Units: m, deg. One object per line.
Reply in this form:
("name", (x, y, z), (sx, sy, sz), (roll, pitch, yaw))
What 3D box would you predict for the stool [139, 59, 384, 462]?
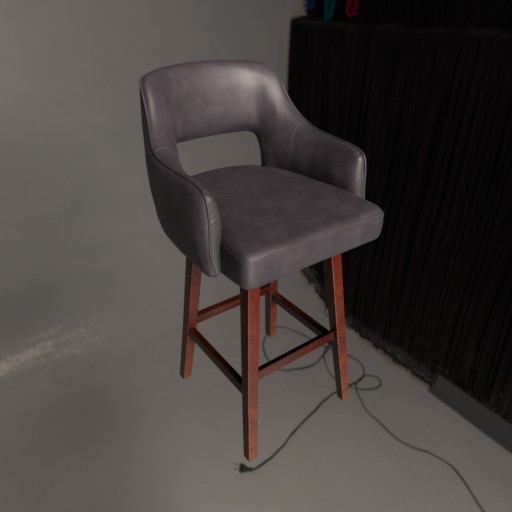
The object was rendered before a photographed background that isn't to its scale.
("stool", (0.000, 0.000, 1.343), (0.550, 1.041, 0.560), (-20, 36, -31))
